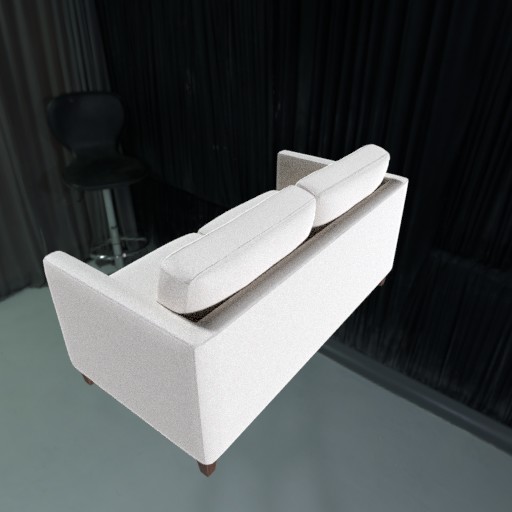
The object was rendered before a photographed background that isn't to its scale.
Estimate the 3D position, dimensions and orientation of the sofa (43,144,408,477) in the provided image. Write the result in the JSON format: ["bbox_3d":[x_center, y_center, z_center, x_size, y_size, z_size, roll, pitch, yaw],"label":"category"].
[{"bbox_3d":[0.000,0.000,2.222,0.873,0.888,1.722,22,37,31],"label":"sofa"}]
